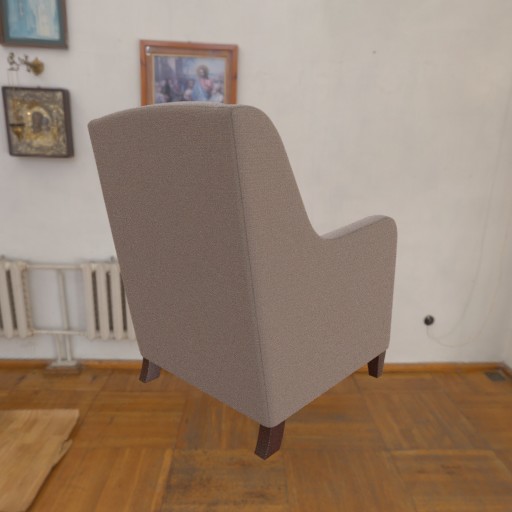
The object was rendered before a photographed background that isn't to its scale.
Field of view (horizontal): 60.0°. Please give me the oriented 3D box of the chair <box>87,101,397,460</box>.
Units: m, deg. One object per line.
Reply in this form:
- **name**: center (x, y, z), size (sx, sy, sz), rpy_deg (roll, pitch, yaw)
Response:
- **chair**: center (0.000, 0.000, 1.642), size (0.715, 1.017, 0.896), rpy_deg (12, 18, 43)
